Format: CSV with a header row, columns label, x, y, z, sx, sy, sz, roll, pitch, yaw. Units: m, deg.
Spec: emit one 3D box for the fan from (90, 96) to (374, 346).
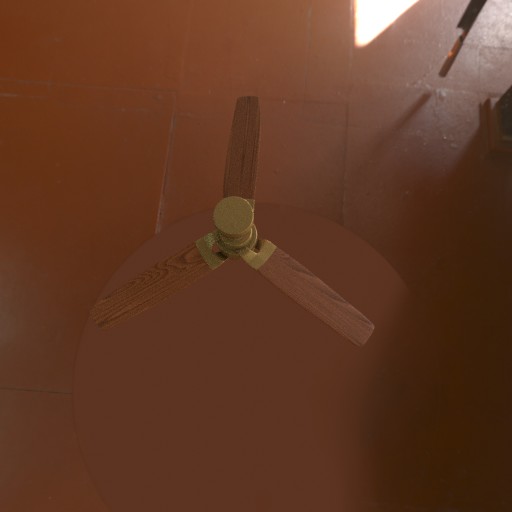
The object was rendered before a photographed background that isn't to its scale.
label,x,y,z,sx,sy,sz,roll,pitch,yaw
fan,0.000,0.000,2.054,1.271,0.425,1.416,38,78,9
